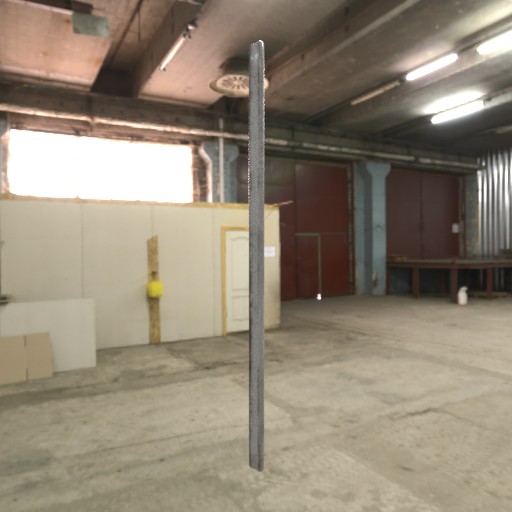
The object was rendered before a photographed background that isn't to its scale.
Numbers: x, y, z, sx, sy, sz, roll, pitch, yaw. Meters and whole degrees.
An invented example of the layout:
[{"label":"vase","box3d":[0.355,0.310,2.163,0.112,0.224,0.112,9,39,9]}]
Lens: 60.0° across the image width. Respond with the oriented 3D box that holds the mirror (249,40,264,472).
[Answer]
[{"label":"mirror","box3d":[0.000,0.000,0.915,0.024,0.713,0.461,0,1,0]}]
